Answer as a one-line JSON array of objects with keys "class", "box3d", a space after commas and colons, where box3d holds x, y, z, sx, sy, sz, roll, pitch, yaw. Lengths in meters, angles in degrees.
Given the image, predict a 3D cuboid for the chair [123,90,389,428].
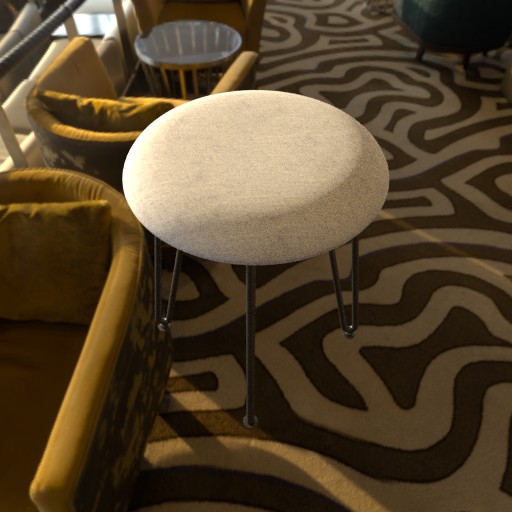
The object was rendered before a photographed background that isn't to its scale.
[{"class": "chair", "box3d": [0.000, 0.000, 0.641, 0.350, 0.386, 0.350, 2, 47, 2]}]
